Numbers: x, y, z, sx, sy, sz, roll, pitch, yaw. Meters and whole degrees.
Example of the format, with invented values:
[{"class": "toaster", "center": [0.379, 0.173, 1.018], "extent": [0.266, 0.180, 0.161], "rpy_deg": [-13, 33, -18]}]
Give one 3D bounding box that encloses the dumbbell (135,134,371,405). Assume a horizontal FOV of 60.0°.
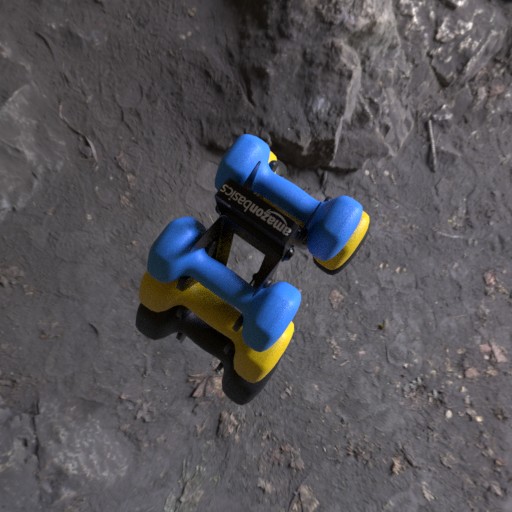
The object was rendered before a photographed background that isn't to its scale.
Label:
[{"class": "dumbbell", "center": [0.000, 0.000, 0.672], "extent": [0.255, 0.426, 0.409], "rpy_deg": [35, 79, 8]}]
